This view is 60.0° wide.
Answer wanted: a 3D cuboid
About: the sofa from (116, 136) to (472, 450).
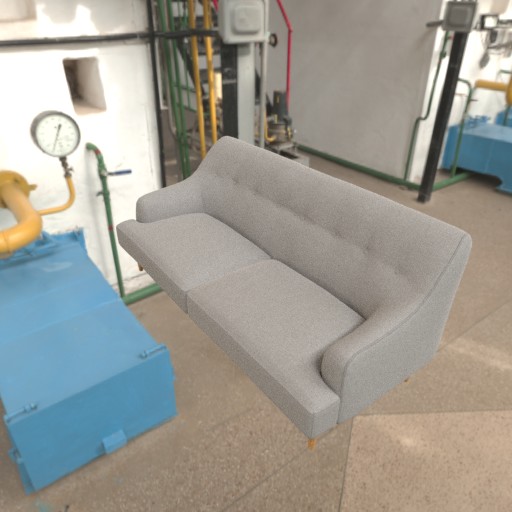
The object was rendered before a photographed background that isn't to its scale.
[{"bbox_3d":[0.000,0.000,2.618,0.978,0.871,2.057,-21,36,-31],"label":"sofa"}]
